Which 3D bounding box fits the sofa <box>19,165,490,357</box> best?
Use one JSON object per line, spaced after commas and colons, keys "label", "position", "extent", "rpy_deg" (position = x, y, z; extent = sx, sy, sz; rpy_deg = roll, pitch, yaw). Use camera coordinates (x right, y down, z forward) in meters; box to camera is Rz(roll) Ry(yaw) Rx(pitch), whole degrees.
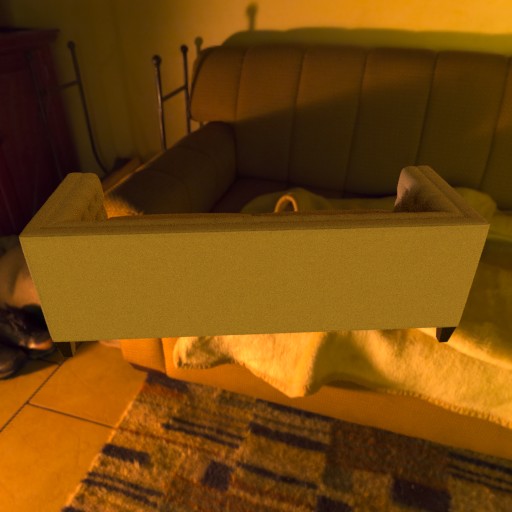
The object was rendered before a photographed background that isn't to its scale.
{"label": "sofa", "position": [0.000, 0.000, 2.533], "extent": [2.159, 0.762, 0.775], "rpy_deg": [-2, 32, -3]}
